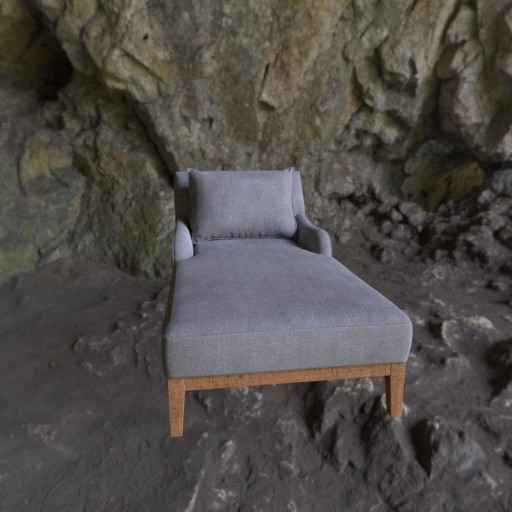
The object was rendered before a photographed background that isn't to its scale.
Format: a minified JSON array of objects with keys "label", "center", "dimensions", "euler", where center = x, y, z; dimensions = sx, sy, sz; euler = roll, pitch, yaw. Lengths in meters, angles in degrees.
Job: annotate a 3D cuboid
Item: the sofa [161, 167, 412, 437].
[{"label":"sofa","center":[0.000,0.000,2.338],"dimensions":[0.894,0.859,1.779],"euler":[-2,14,-8]}]
